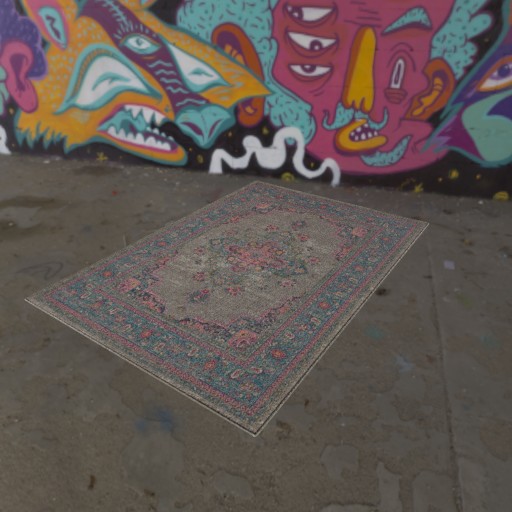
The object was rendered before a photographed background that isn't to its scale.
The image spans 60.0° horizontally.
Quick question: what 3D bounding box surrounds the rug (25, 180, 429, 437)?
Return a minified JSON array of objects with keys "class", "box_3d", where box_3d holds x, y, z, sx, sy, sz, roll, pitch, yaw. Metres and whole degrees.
[{"class":"rug","box_3d":[0.000,0.000,3.676,2.005,0.013,2.890,19,35,30]}]
